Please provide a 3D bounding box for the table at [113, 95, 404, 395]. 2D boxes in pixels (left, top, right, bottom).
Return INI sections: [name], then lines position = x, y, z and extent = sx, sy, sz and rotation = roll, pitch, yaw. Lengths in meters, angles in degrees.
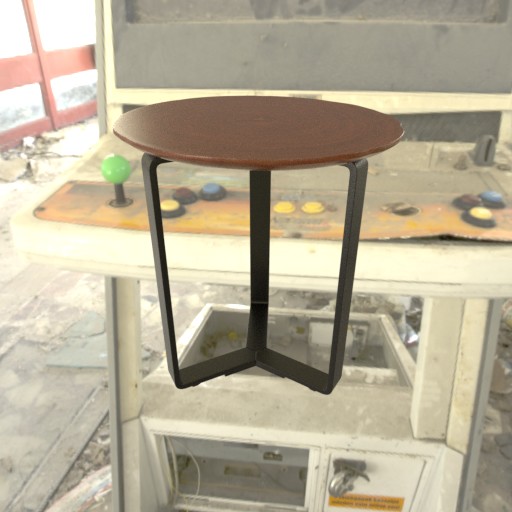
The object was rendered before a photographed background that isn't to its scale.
[table]
position = 0.000, 0.000, 0.745
extent = 0.410, 0.450, 0.380
rotation = 18, 34, 28
